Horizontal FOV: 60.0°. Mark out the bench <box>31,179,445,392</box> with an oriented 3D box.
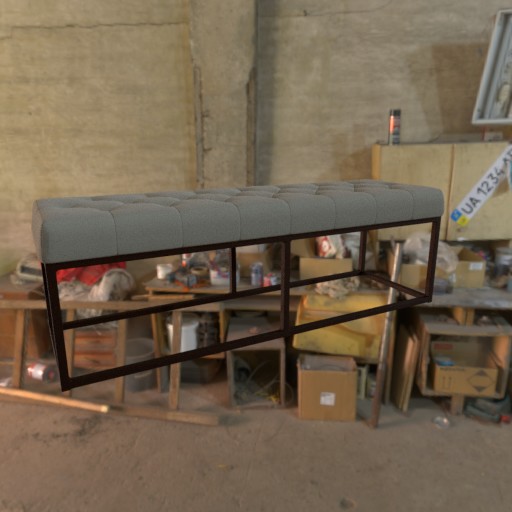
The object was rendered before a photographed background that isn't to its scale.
[{"bbox_3d":[0.000,0.000,1.686,1.488,0.488,0.479,-8,17,-27],"label":"bench"}]
